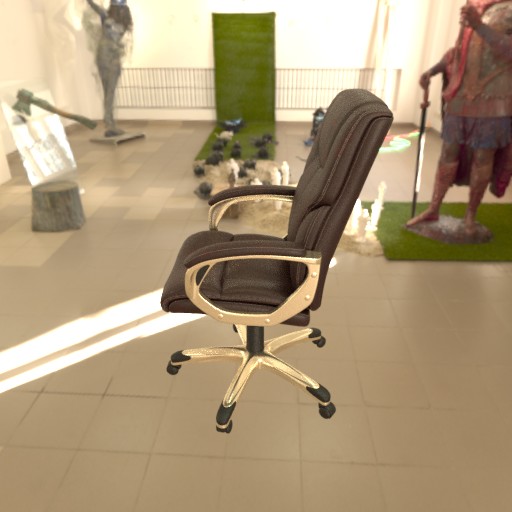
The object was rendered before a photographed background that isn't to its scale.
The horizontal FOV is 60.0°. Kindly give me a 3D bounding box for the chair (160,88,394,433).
[{"bbox_3d":[0.000,0.000,1.587,0.739,1.107,0.662,1,27,2],"label":"chair"}]
